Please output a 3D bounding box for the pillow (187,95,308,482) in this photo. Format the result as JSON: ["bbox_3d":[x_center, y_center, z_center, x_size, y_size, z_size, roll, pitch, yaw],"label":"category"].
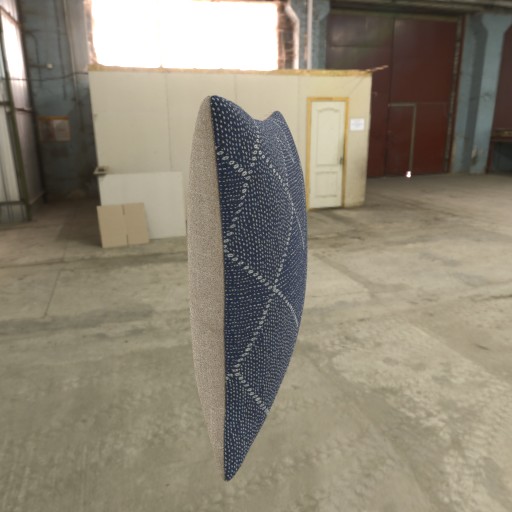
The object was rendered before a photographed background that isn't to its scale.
[{"bbox_3d":[0.000,0.000,0.663,0.148,0.428,0.435,3,17,10],"label":"pillow"}]
